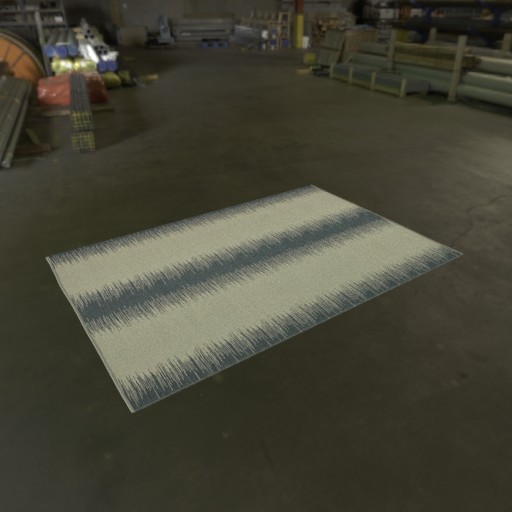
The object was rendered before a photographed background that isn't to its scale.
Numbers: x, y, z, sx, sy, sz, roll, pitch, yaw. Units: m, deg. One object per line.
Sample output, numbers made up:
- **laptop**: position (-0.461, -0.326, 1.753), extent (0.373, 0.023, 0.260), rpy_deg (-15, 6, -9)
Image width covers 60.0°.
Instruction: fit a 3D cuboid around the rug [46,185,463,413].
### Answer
- **rug**: position (0.000, 0.000, 2.351), extent (1.854, 0.006, 1.234), rpy_deg (-19, 35, -29)
